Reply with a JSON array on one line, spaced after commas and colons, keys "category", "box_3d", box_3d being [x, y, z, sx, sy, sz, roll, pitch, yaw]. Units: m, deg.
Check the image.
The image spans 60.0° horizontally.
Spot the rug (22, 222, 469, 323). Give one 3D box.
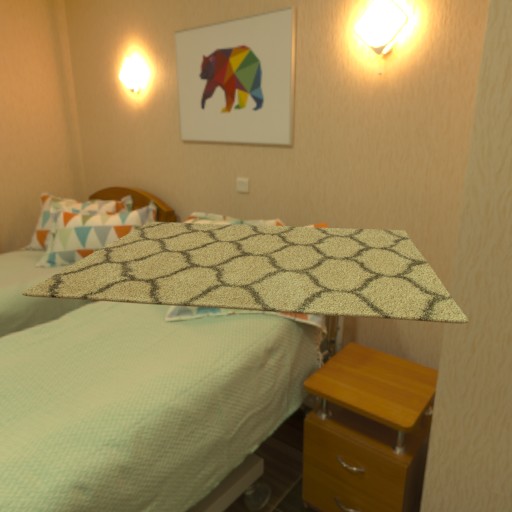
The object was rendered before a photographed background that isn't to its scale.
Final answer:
[{"category": "rug", "box_3d": [0.000, 0.000, 4.037, 3.000, 0.026, 2.399, 3, 17, 8]}]
